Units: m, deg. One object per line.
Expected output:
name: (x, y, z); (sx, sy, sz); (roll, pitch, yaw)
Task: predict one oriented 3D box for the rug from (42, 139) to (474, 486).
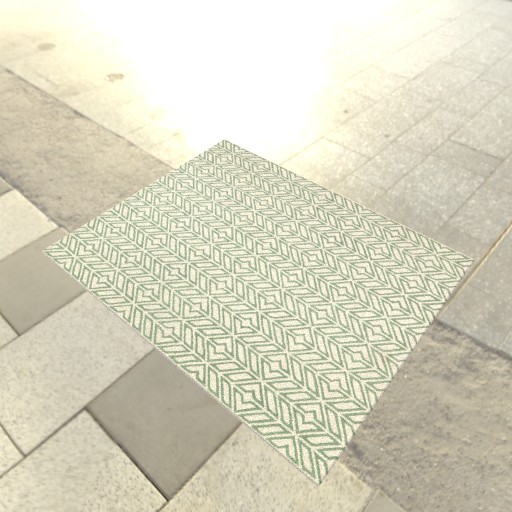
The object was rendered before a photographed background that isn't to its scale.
rug: (0.000, 0.000, 3.991); (3.050, 0.017, 2.441); (32, 54, 26)
